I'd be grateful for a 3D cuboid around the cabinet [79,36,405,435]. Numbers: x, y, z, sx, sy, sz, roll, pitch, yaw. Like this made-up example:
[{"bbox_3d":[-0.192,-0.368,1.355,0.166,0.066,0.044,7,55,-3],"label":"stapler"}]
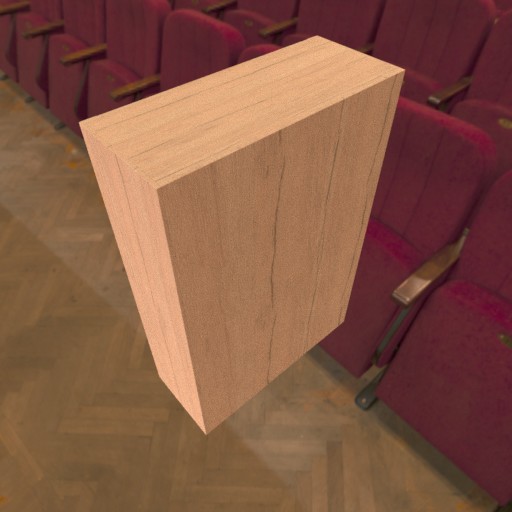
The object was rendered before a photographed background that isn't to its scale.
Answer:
[{"bbox_3d":[0.000,0.000,2.702,1.400,2.070,0.580,-32,54,-27],"label":"cabinet"}]
